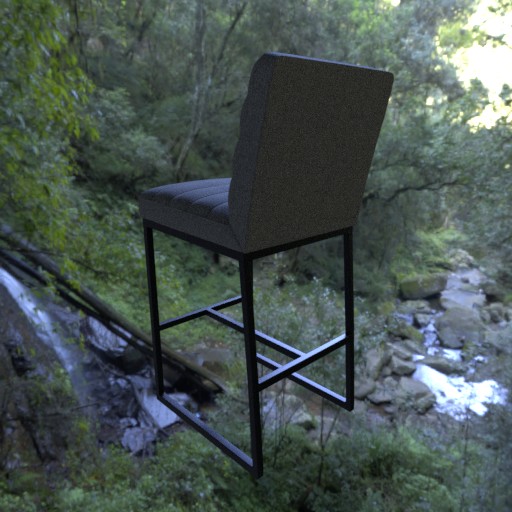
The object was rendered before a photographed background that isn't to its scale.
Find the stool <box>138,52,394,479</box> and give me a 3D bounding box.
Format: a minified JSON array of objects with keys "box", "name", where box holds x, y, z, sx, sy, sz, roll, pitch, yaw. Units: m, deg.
[{"box":[0.000,0.000,1.324,0.459,1.034,0.571,-15,22,-41],"name":"stool"}]
